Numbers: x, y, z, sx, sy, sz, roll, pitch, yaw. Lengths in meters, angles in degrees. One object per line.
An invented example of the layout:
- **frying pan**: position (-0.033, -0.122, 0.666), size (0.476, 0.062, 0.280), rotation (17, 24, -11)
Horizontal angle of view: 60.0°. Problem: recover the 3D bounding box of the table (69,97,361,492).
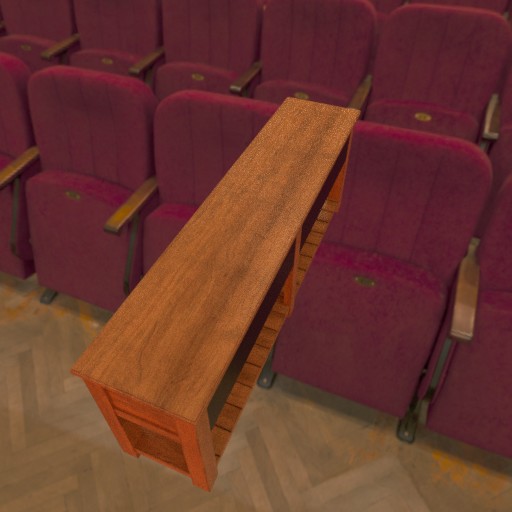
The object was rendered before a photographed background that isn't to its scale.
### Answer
- **table**: position (0.000, 0.000, 2.018), size (0.425, 0.635, 1.815), rotation (17, 48, 16)
